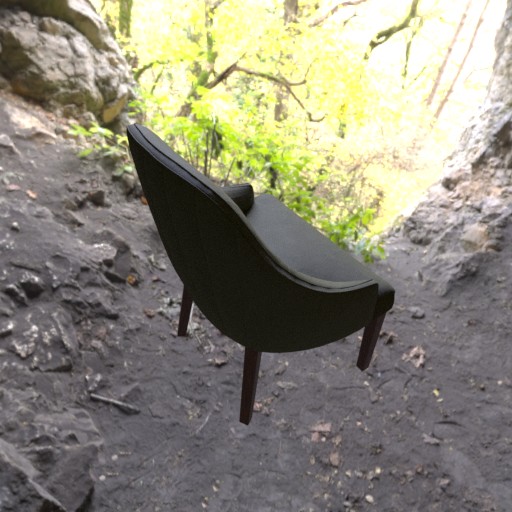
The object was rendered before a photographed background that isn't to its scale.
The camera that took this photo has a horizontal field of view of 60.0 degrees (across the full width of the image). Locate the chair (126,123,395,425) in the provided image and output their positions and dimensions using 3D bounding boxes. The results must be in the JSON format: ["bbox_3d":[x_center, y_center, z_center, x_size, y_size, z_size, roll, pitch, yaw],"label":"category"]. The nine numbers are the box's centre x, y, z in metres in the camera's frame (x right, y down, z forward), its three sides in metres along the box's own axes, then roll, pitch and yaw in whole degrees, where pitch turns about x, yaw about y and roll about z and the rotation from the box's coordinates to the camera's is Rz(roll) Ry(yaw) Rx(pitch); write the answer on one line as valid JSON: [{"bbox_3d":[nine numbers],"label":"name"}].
[{"bbox_3d":[0.000,0.000,1.322,0.575,0.889,0.643,-25,48,-26],"label":"chair"}]
